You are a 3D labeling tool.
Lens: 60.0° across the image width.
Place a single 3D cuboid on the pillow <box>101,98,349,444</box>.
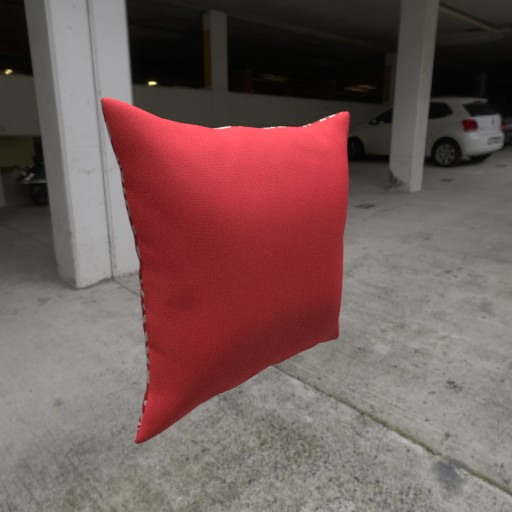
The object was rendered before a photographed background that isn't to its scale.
[{"bbox_3d":[0.000,0.000,0.787,0.522,0.507,0.192,-14,21,-41],"label":"pillow"}]
